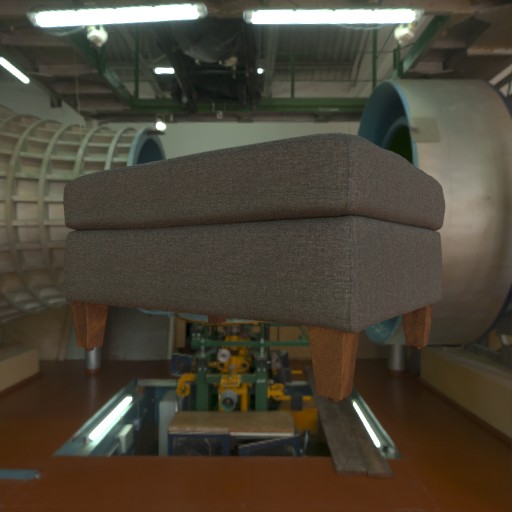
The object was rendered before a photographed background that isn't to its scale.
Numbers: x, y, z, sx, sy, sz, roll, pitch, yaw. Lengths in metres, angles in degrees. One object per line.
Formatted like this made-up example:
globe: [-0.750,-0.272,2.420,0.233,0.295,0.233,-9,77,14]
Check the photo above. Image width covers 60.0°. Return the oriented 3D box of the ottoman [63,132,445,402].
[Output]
ottoman: [0.000,0.000,1.173,0.826,0.496,0.639,0,0,35]
